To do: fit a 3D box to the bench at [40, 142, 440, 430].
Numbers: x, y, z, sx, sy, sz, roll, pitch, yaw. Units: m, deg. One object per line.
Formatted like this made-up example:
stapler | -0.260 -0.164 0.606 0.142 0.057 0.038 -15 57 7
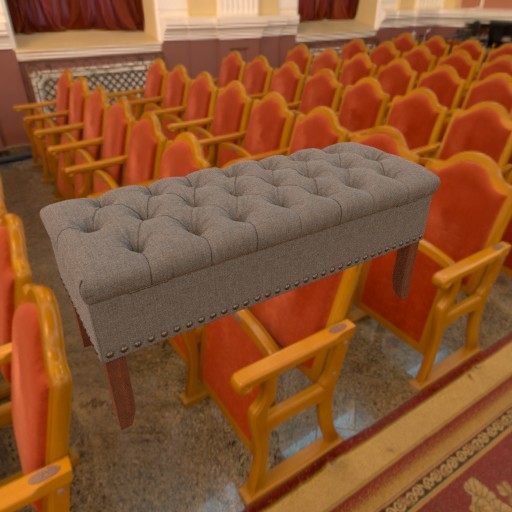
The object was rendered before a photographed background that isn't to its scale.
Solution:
bench | 0.000 0.000 1.322 1.052 0.470 0.417 -18 35 -28
